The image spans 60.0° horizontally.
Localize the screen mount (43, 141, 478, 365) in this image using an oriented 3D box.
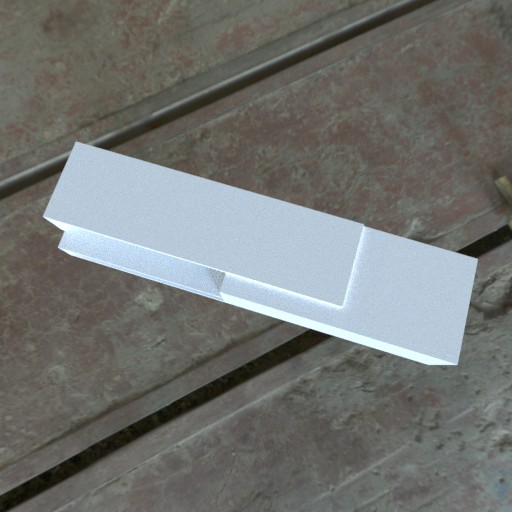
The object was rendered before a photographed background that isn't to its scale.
[{"bbox_3d":[0.000,0.000,1.874,1.680,0.320,0.420,17,77,4],"label":"screen mount"}]
